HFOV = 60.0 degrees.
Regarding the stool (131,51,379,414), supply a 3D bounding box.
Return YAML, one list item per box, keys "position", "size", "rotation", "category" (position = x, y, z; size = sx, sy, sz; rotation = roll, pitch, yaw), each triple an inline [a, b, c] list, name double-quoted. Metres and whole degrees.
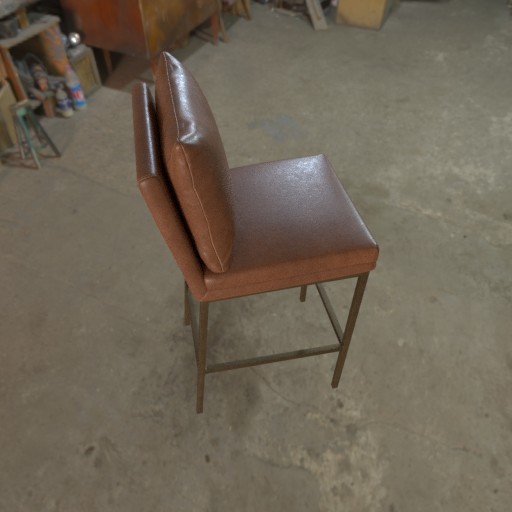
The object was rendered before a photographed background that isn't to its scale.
- position: [0.000, 0.000, 1.397]
  size: [0.571, 1.124, 0.463]
  rotation: [-9, 47, -9]
  category: "stool"
